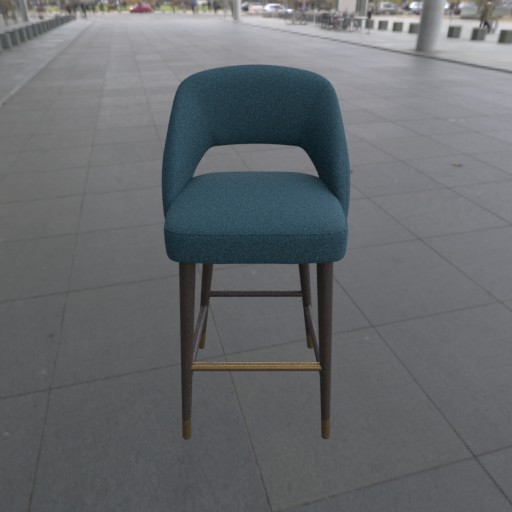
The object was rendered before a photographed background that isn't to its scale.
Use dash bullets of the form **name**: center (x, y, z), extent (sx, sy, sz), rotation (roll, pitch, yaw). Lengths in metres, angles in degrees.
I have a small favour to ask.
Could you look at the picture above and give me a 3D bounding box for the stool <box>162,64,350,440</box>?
- **stool**: center (0.000, 0.000, 1.360), extent (0.536, 1.032, 0.522), rotation (0, 30, 0)
